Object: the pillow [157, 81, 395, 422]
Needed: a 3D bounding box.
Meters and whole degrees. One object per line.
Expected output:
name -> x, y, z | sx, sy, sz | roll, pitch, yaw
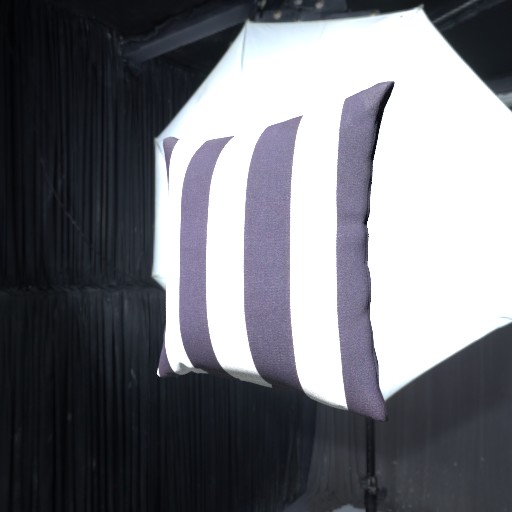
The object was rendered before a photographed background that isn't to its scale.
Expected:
pillow -> 0.000, 0.000, 0.829 | 0.536, 0.526, 0.189 | -1, -1, 37
